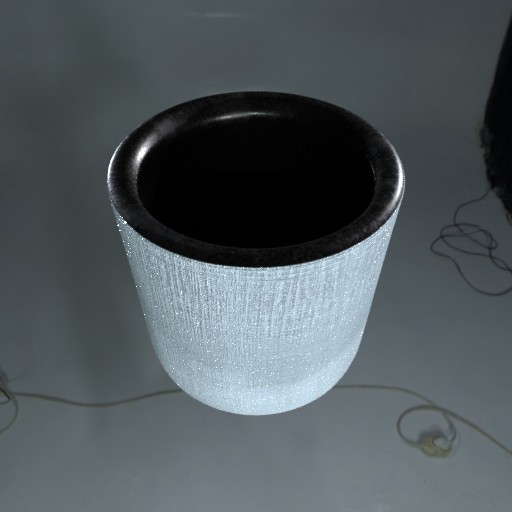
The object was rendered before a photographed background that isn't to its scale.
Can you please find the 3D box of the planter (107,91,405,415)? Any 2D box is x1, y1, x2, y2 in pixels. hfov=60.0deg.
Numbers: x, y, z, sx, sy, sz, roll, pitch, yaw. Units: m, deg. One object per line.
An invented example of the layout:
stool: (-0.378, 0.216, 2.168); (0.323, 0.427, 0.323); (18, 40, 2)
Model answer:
planter: (0.000, 0.000, 0.294); (0.160, 0.156, 0.160); (0, 47, 0)
